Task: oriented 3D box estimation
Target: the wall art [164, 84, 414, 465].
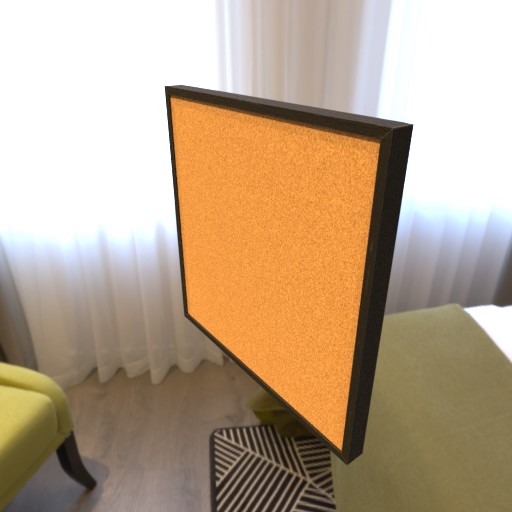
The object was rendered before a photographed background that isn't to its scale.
[{"bbox_3d":[0.000,0.000,0.754,0.036,0.506,0.506,-19,32,-33],"label":"wall art"}]
